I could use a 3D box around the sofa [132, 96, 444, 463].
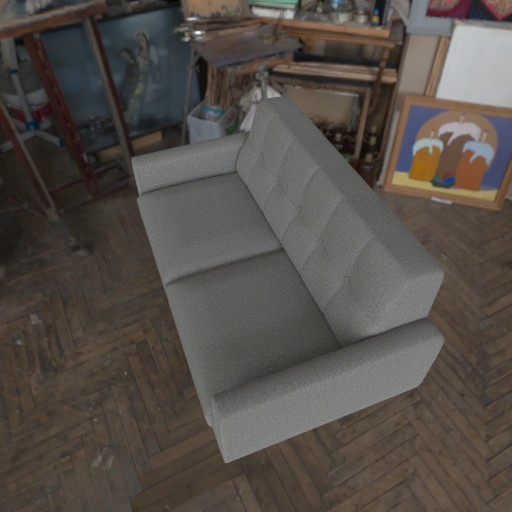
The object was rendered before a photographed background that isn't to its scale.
[{"bbox_3d":[0.000,0.000,2.233,0.952,0.925,1.651,-16,49,-14],"label":"sofa"}]
